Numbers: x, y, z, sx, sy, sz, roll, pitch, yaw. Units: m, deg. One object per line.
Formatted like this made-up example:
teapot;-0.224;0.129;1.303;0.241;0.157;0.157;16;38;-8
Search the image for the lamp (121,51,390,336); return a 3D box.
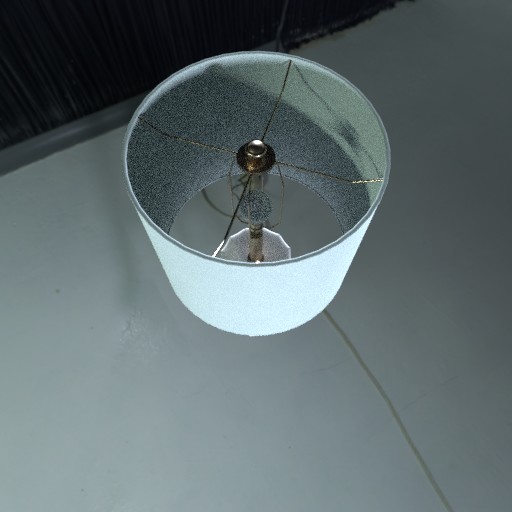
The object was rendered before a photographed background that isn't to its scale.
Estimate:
lamp;0.000;0.000;0.699;0.277;0.534;0.277;-31;68;-14
